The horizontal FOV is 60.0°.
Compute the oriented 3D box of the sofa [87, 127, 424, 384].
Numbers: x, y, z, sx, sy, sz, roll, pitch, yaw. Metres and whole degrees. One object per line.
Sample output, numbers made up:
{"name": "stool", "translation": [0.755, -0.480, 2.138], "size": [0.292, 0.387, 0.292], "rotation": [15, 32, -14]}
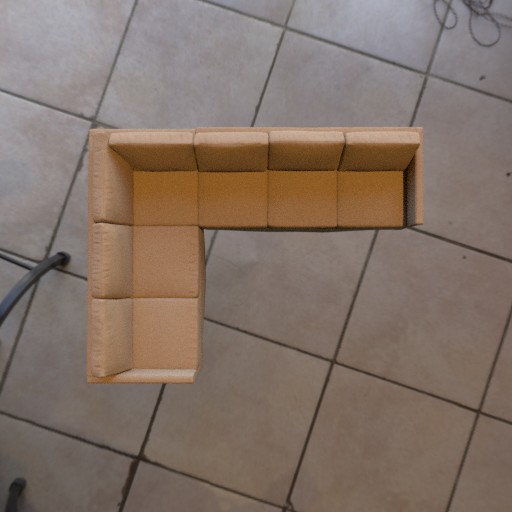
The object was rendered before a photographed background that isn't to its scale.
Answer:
{"name": "sofa", "translation": [0.000, 0.000, 4.419], "size": [3.182, 0.871, 2.432], "rotation": [0, 89, 0]}
